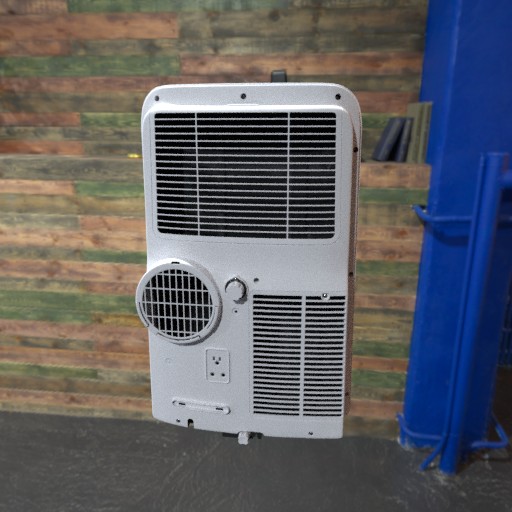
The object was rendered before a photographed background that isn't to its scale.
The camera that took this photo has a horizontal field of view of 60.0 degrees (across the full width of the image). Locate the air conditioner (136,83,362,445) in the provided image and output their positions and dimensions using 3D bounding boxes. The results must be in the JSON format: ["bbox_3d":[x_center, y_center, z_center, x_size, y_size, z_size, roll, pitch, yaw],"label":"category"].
[{"bbox_3d":[0.000,0.000,1.088,0.478,0.765,0.467,2,16,8],"label":"air conditioner"}]
